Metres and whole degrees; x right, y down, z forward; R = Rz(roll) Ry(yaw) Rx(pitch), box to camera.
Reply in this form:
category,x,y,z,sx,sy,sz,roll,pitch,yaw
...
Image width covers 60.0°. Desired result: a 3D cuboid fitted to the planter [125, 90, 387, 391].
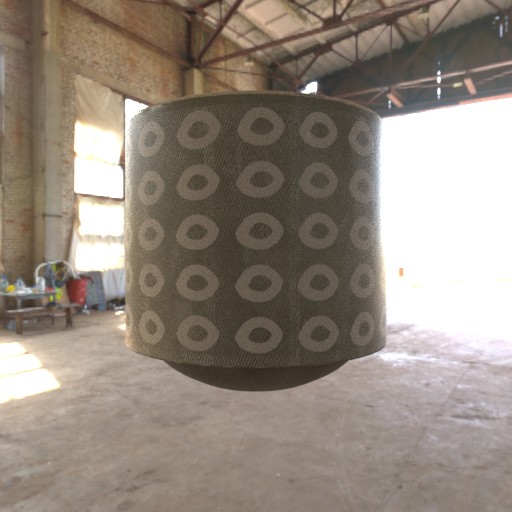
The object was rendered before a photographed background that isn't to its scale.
category,x,y,z,sx,sy,sz,roll,pitch,yaw
planter,0.000,0.000,0.442,0.250,0.239,0.250,0,0,0
